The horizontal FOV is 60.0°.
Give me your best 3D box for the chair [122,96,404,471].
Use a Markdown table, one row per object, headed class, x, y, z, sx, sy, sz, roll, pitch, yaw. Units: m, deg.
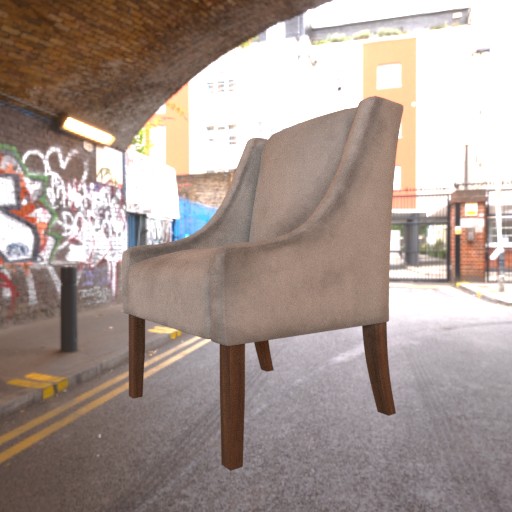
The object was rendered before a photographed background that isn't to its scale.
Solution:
| class | x | y | z | sx | sy | sz | roll | pitch | yaw |
| --- | --- | --- | --- | --- | --- | --- | --- | --- | --- |
| chair | 0.000 | 0.000 | 1.339 | 0.629 | 0.895 | 0.629 | -1 | 1 | -36 |
